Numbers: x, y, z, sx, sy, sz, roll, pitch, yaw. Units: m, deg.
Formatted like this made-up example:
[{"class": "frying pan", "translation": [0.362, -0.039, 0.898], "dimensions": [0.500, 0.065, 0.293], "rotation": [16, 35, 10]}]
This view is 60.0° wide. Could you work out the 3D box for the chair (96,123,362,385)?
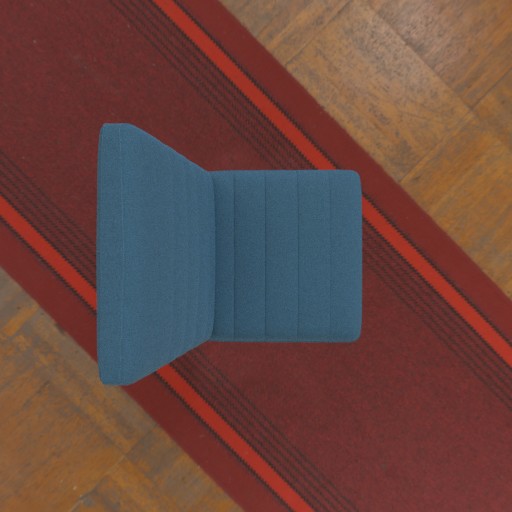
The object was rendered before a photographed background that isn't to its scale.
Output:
[{"class": "chair", "translation": [0.000, 0.000, 1.300], "dimensions": [0.634, 0.930, 0.520], "rotation": [0, 90, -1]}]
